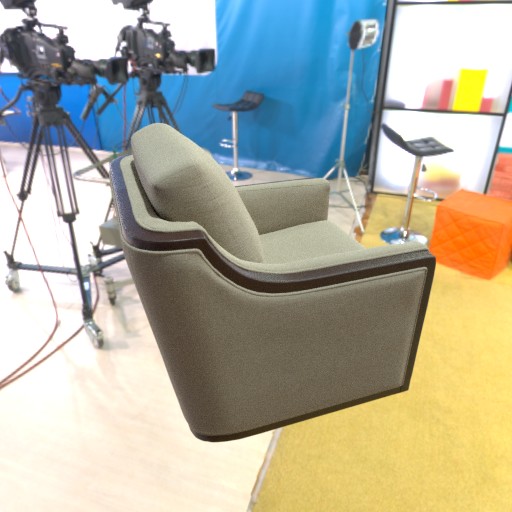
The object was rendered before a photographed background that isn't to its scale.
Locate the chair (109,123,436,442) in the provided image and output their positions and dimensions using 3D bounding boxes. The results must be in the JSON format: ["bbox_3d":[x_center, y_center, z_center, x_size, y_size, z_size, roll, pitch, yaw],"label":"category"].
[{"bbox_3d":[0.000,0.000,1.669,0.950,0.930,0.870,-10,30,-17],"label":"chair"}]
